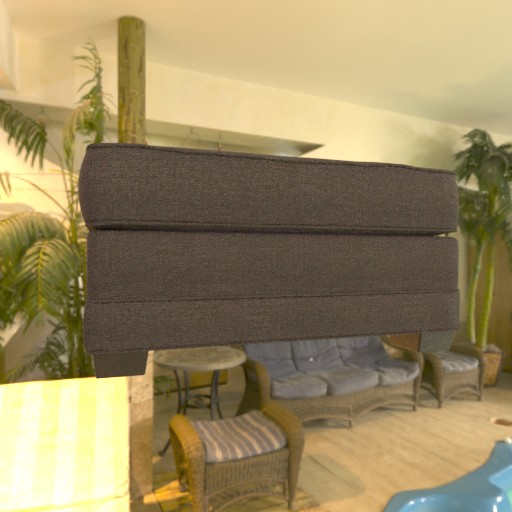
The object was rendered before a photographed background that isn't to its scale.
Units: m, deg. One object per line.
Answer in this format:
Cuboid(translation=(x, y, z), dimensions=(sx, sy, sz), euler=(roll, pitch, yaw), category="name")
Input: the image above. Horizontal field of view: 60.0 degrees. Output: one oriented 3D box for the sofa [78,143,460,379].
Cuboid(translation=(0.000, 0.000, 1.180), dimensions=(0.854, 0.457, 0.578), euler=(0, 0, -19), category="sofa")
